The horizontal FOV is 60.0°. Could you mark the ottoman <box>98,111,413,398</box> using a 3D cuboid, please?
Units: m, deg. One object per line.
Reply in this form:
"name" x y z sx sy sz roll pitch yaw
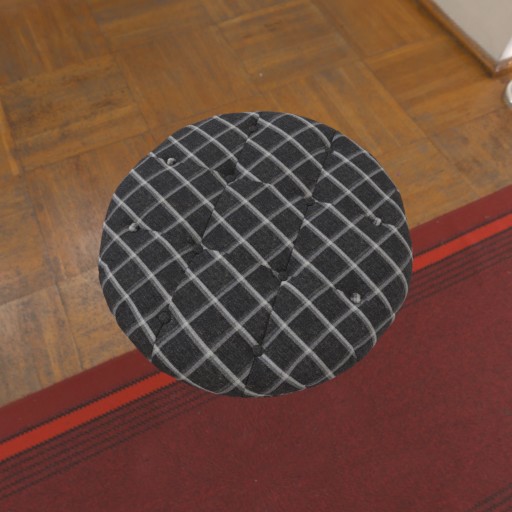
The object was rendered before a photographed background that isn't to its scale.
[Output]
"ottoman" 0.000 0.000 1.390 0.901 0.439 0.901 0 63 0
